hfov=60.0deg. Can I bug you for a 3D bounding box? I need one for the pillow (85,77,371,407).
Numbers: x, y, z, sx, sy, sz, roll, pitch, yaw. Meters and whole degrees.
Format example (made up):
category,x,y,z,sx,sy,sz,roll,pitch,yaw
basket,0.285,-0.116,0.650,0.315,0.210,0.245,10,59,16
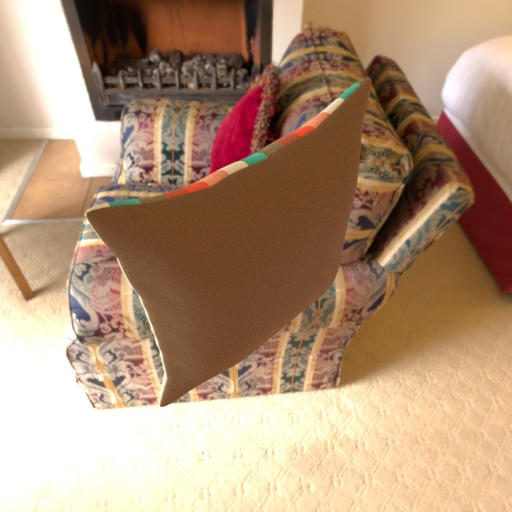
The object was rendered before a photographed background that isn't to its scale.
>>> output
category,x,y,z,sx,sy,sz,roll,pitch,yaw
pillow,0.000,0.000,0.703,0.453,0.443,0.168,-33,55,-27
